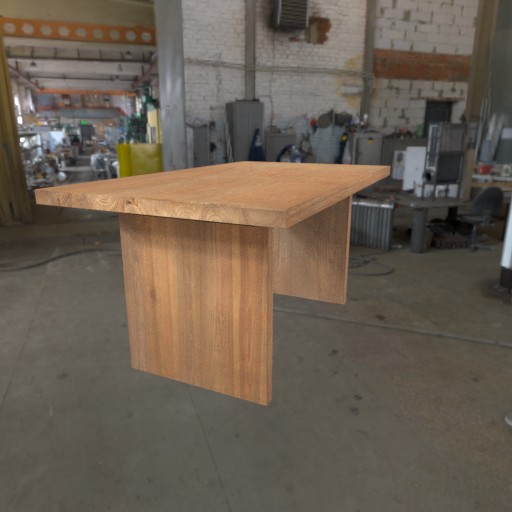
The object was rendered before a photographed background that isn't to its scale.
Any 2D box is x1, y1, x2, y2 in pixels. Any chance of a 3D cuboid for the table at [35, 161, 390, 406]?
[{"bbox_3d":[0.000,0.000,2.156,0.946,0.780,1.609,7,18,25],"label":"table"}]
